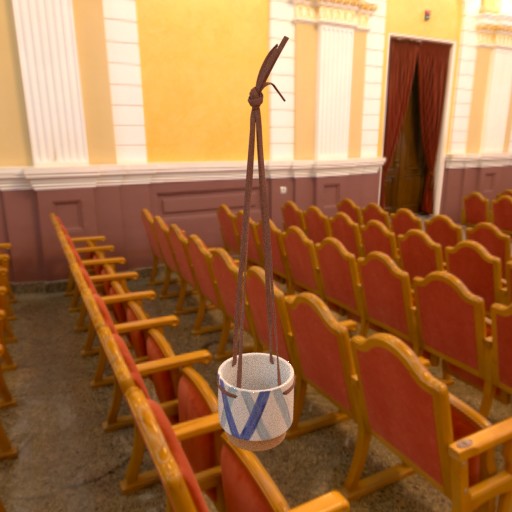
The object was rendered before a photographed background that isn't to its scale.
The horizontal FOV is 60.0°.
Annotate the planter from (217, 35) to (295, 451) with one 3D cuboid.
[{"bbox_3d":[0.000,0.000,0.822,0.157,0.753,0.153,-8,17,-26],"label":"planter"}]
